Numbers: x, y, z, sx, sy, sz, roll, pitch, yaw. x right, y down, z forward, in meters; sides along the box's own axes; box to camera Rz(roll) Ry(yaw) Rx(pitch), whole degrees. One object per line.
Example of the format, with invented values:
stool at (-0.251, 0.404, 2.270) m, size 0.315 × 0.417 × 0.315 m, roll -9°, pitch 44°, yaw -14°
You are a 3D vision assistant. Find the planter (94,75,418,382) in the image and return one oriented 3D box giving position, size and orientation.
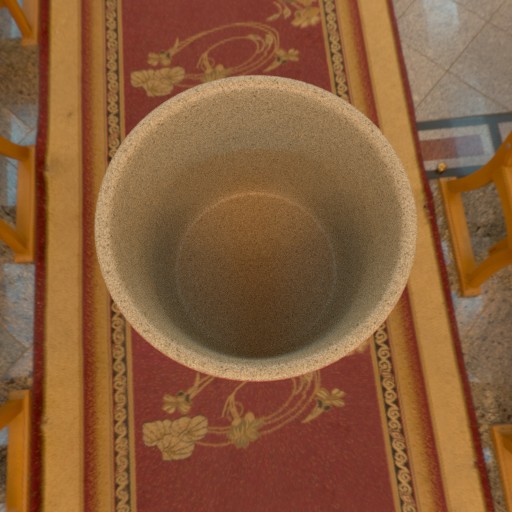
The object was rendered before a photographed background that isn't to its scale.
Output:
planter at (0.000, 0.000, 0.424) m, size 0.227 × 0.235 × 0.227 m, roll 0°, pitch 75°, yaw 0°
